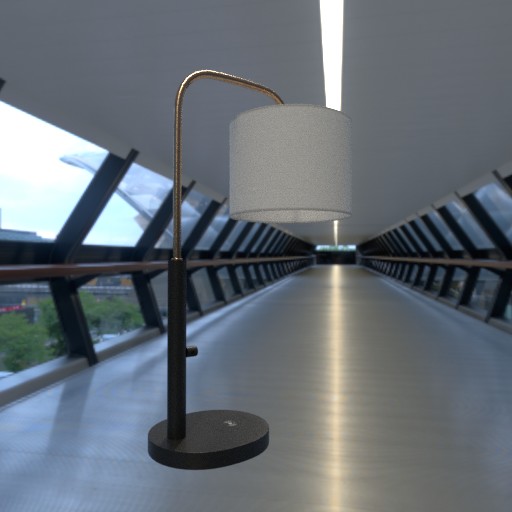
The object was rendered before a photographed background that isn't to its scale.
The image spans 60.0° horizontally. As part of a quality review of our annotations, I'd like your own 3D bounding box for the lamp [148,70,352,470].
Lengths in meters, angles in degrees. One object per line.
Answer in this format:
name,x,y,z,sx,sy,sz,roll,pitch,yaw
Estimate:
lamp,0.000,0.000,0.688,0.337,0.540,0.199,1,-1,-35
